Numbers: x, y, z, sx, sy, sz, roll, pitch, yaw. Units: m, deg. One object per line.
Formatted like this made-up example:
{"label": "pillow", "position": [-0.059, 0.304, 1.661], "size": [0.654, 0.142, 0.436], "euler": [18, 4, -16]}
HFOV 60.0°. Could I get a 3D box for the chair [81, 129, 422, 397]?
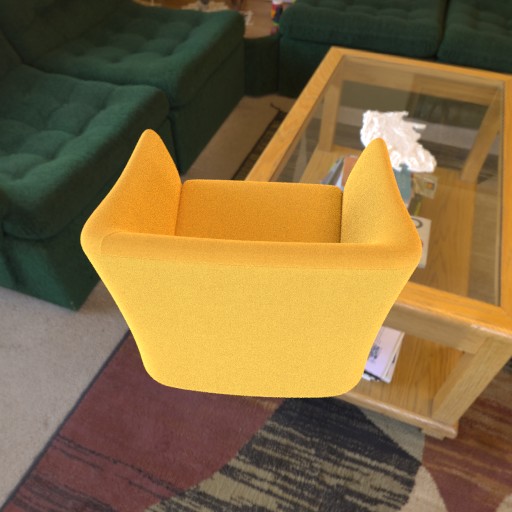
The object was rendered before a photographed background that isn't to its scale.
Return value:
{"label": "chair", "position": [0.000, 0.000, 1.363], "size": [0.790, 0.720, 0.700], "euler": [3, 48, 3]}
